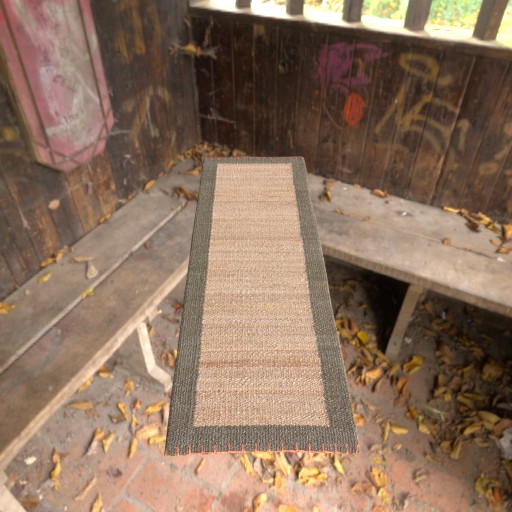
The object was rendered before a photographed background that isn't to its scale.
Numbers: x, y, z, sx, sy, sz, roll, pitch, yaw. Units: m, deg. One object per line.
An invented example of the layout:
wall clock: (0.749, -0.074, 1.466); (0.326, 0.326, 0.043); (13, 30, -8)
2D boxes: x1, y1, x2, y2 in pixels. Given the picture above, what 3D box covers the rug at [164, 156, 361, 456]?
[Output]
rug: (0.000, 0.000, 2.680); (0.810, 0.016, 2.413); (-1, 41, -1)
